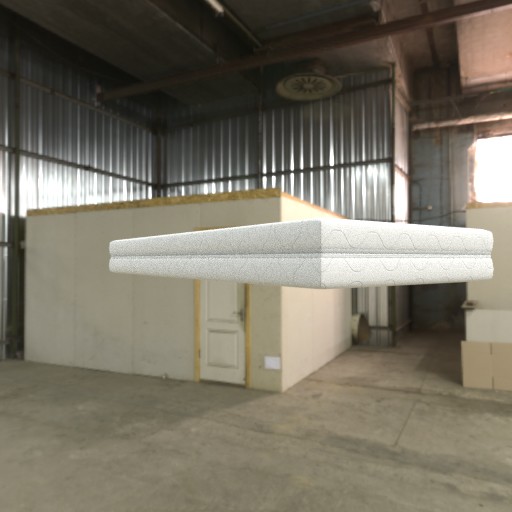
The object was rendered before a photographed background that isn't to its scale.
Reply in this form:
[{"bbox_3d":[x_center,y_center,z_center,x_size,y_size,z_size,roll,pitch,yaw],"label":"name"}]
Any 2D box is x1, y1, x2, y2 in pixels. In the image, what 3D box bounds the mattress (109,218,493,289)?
[{"bbox_3d":[0.000,0.000,2.218,0.900,0.200,1.900,0,0,-35],"label":"mattress"}]
